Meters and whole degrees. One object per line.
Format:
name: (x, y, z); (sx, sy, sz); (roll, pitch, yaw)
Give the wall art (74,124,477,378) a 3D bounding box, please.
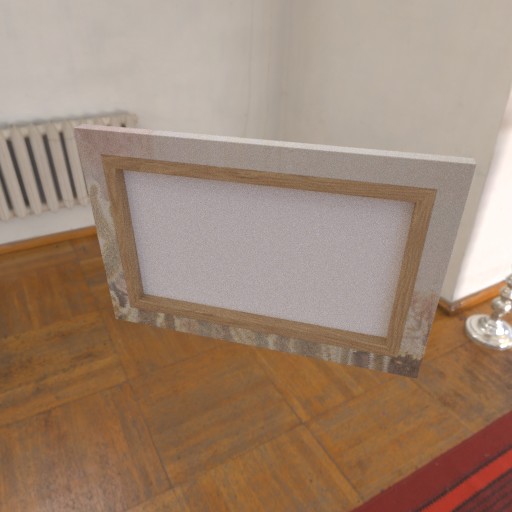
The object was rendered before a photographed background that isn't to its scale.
wall art: (0.000, 0.000, 1.157); (0.916, 0.608, 0.040); (9, 33, 13)
